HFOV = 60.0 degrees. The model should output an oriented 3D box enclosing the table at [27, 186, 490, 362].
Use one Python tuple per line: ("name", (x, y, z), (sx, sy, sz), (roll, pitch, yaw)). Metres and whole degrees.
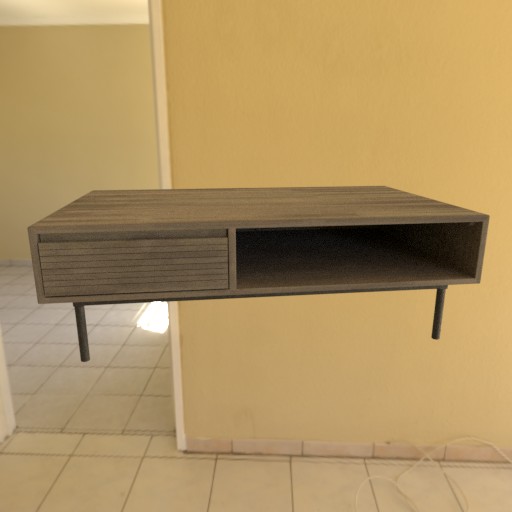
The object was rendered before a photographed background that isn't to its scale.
("table", (0.000, 0.000, 1.381), (1.088, 0.347, 0.643), (-2, 16, -7))
